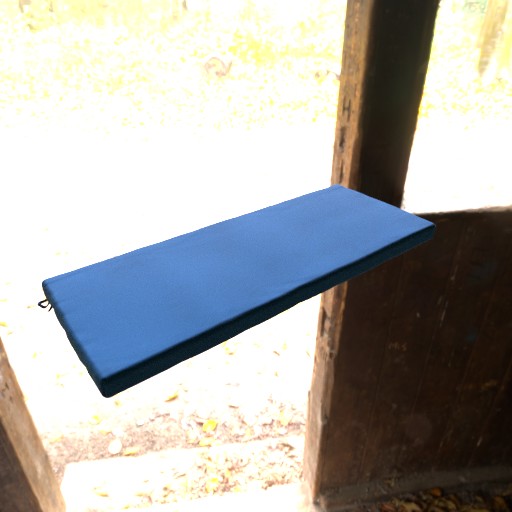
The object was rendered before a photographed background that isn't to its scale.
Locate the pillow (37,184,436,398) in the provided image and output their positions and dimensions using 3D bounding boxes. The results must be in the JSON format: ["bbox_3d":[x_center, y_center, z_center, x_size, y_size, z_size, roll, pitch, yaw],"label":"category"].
[{"bbox_3d":[0.000,0.000,1.352,1.187,0.081,0.492,-21,37,-31],"label":"pillow"}]
